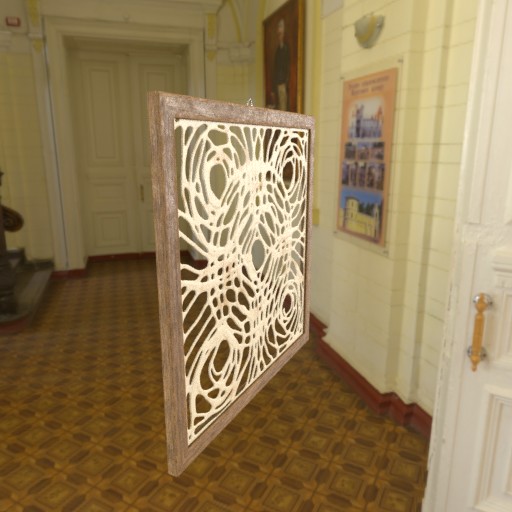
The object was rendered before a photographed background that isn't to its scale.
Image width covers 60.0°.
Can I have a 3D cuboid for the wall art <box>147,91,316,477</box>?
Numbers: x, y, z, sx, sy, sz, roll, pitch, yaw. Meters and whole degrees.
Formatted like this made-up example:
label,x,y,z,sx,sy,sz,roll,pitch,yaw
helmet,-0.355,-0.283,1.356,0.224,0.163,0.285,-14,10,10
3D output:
label,x,y,z,sx,sy,sz,roll,pitch,yaw
wall art,0.000,0.000,0.857,0.021,0.576,0.561,7,16,27
